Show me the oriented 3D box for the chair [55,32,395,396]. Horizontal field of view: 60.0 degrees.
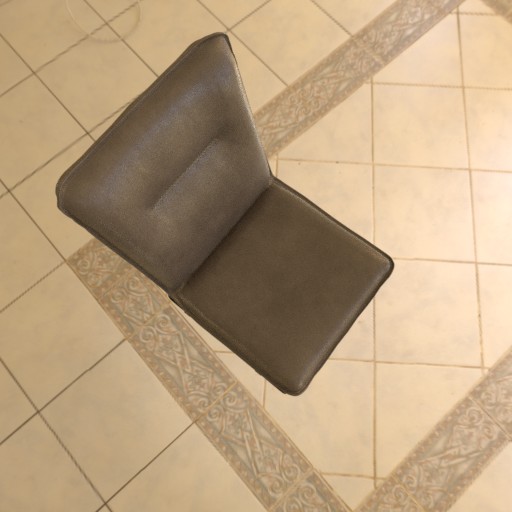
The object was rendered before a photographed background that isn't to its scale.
[{"bbox_3d":[0.000,0.000,1.295,0.688,0.932,0.515,38,79,9],"label":"chair"}]
